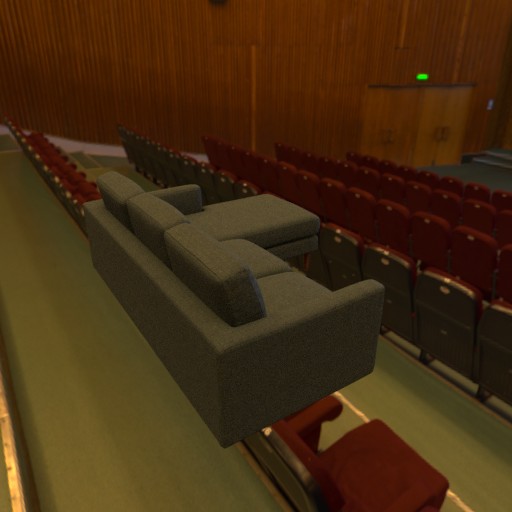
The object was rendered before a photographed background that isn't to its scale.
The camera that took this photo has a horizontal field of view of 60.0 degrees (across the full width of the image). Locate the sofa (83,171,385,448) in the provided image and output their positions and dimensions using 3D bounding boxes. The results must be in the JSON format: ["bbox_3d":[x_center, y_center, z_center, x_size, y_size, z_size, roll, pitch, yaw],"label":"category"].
[{"bbox_3d":[0.000,0.000,2.920,1.667,0.957,2.055,-16,30,-30],"label":"sofa"}]
